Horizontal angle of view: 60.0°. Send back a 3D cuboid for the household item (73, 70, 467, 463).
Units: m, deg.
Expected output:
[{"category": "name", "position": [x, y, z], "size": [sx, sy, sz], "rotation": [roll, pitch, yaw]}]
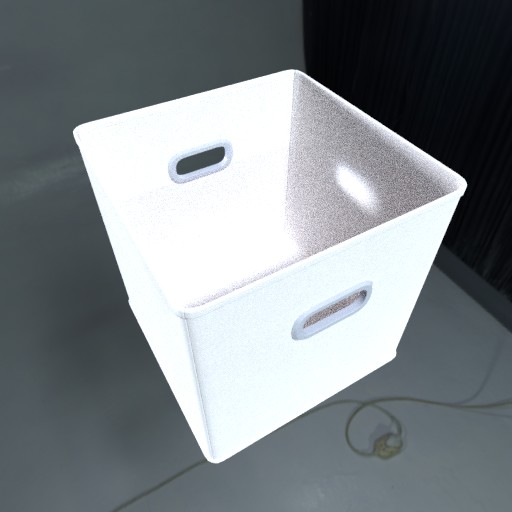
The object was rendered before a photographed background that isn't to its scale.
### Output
[{"category": "household item", "position": [0.000, 0.000, 0.565], "size": [0.305, 0.305, 0.305], "rotation": [-23, 51, -21]}]
